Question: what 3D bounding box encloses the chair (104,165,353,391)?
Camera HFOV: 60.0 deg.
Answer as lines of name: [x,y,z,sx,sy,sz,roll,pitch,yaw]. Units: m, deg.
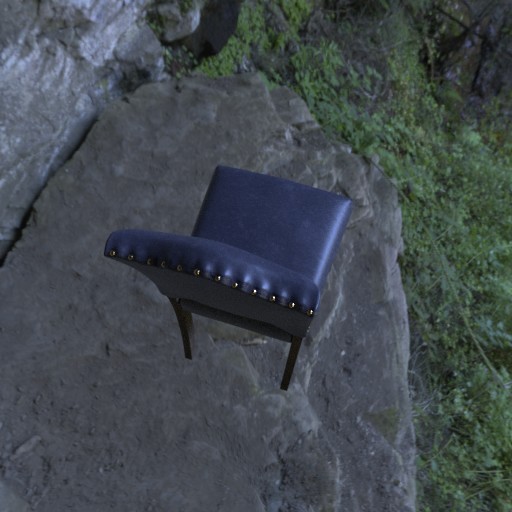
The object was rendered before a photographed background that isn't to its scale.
chair: [0.000,0.000,1.366,0.500,0.991,0.633,16,63,8]
